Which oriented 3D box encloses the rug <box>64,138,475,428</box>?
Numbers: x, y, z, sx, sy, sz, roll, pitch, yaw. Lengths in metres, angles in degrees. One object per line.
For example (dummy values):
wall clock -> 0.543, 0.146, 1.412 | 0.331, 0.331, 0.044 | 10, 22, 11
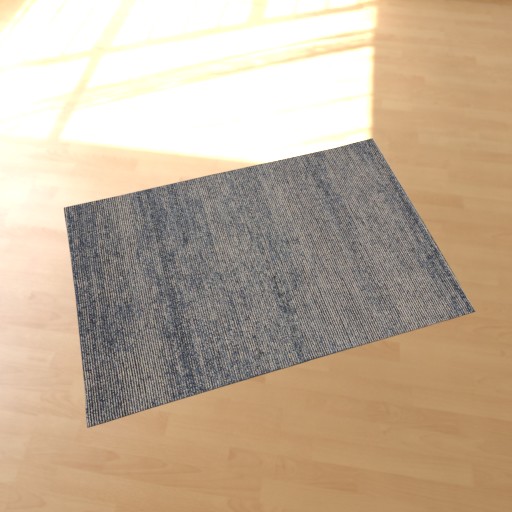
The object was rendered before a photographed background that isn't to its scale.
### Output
rug -> 0.000, 0.000, 2.204 | 1.793, 0.025, 1.159 | -14, 60, -8
